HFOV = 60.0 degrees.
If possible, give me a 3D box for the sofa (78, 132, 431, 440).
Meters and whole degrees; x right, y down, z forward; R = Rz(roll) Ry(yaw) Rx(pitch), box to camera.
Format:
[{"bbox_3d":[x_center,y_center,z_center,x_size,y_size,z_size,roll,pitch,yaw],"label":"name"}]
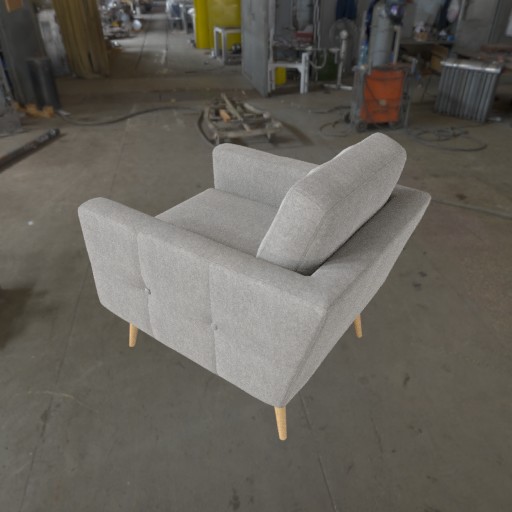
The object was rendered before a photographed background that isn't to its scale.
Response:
[{"bbox_3d":[0.000,0.000,1.551,0.920,0.860,0.770,21,38,29],"label":"sofa"}]
